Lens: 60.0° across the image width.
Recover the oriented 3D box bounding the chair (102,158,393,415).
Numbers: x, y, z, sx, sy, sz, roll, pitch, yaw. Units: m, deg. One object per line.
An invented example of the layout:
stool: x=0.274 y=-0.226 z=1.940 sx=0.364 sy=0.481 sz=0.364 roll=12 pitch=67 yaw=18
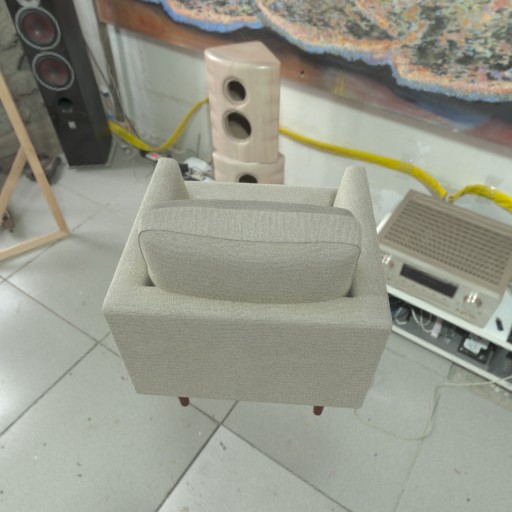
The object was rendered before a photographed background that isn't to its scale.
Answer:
chair: x=0.000 y=0.000 z=1.678 sx=0.858 sy=0.957 sz=0.899 roll=3 pitch=47 yaw=3
